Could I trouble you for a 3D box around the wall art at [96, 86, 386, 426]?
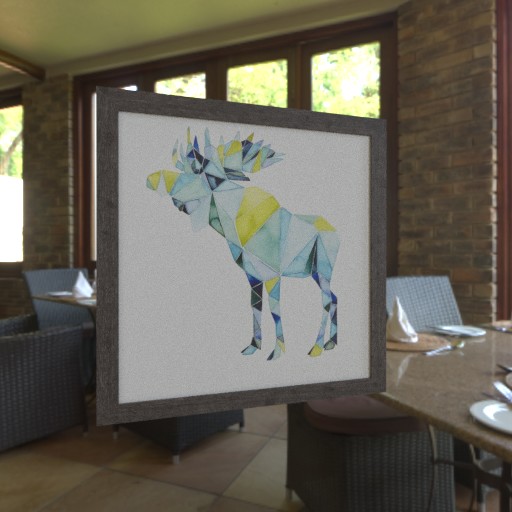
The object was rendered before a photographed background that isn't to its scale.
[{"bbox_3d":[0.000,0.000,0.675,0.457,0.457,0.013,0,0,-19],"label":"wall art"}]
